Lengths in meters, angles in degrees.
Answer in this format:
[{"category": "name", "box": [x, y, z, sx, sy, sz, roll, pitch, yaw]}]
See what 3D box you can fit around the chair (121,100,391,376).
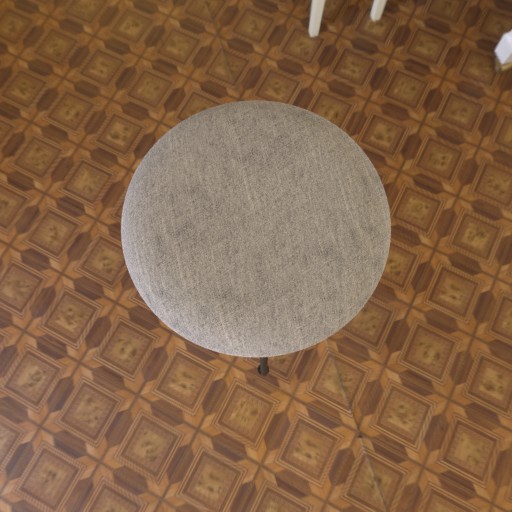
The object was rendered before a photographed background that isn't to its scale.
[{"category": "chair", "box": [0.000, 0.000, 0.664, 0.350, 0.386, 0.350, -5, 75, -1]}]
